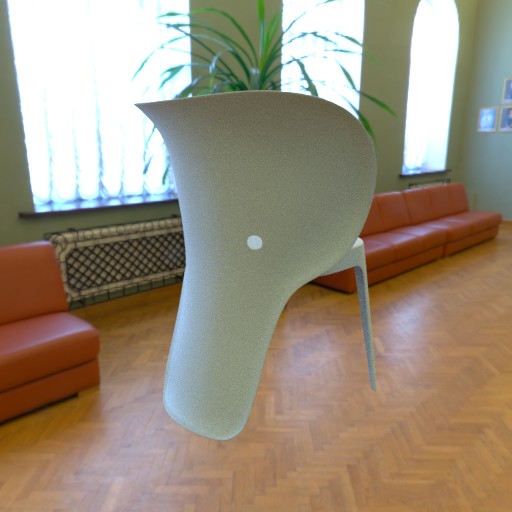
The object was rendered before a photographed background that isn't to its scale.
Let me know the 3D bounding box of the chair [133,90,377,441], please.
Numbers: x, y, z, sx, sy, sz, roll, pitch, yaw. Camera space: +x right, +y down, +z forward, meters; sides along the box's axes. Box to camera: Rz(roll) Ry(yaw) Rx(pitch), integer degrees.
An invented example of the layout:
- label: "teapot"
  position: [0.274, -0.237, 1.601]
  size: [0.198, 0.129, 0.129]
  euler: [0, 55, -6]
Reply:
- label: "chair"
  position: [0.000, 0.000, 0.851]
  size: [0.402, 0.554, 0.451]
  euler: [-14, 20, -43]
